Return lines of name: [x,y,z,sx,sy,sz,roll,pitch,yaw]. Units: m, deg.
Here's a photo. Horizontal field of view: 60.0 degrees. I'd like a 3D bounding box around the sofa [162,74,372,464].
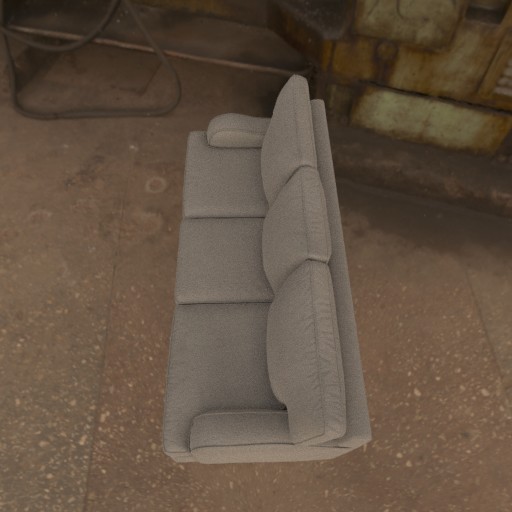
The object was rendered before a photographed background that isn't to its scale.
sofa: [0.000,0.000,2.809,1.016,0.991,2.323,-1,59,-1]
